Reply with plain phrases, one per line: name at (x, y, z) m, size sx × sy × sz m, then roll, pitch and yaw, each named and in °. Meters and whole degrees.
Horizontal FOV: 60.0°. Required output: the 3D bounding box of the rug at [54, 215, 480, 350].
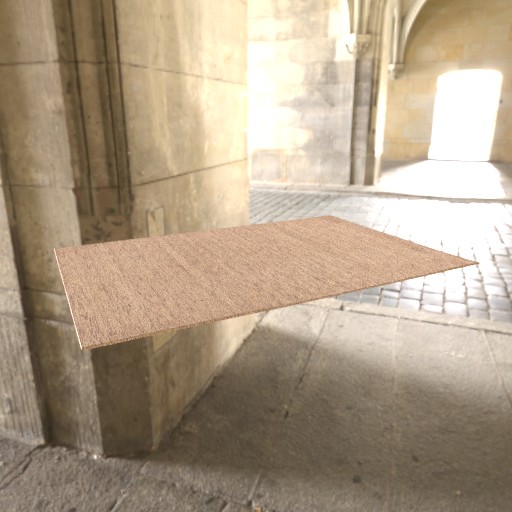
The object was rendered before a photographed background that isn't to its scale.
rug at (0.000, 0.000, 2.291) m, size 1.840 × 0.013 × 1.225 m, roll -9°, pitch 20°, yaw -26°
